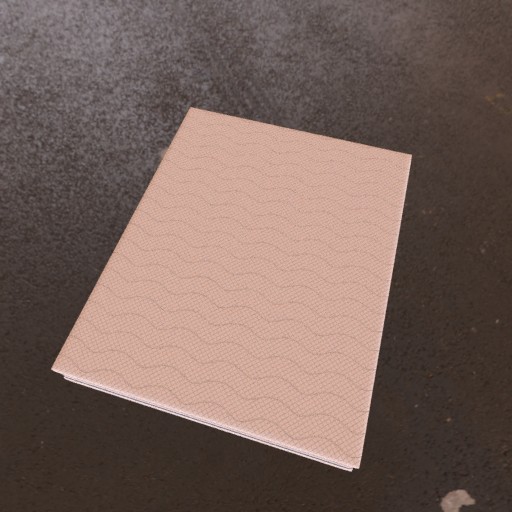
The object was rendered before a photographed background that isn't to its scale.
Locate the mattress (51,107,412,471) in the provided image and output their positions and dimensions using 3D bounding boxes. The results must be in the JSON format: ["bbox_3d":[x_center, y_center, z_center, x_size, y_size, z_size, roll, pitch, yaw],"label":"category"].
[{"bbox_3d":[0.000,0.000,2.720,1.600,0.230,2.000,15,61,8],"label":"mattress"}]
